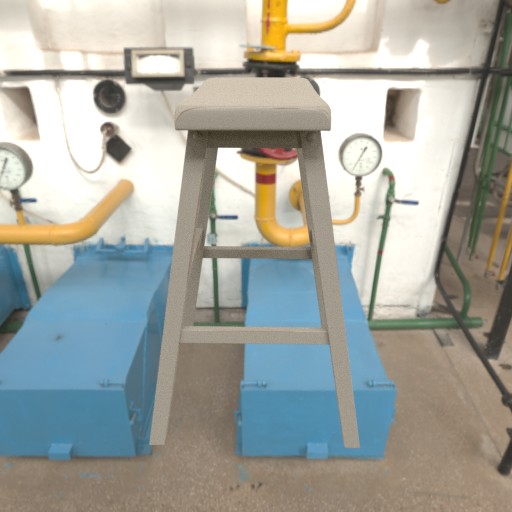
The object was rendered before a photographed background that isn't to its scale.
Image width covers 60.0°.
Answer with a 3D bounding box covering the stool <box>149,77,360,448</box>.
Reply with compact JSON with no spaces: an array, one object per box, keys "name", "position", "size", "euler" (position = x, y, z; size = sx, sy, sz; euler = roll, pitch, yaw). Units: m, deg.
[{"name":"stool","position":[0.000,0.000,1.037],"size":[0.476,0.737,0.457],"euler":[0,27,1]}]
